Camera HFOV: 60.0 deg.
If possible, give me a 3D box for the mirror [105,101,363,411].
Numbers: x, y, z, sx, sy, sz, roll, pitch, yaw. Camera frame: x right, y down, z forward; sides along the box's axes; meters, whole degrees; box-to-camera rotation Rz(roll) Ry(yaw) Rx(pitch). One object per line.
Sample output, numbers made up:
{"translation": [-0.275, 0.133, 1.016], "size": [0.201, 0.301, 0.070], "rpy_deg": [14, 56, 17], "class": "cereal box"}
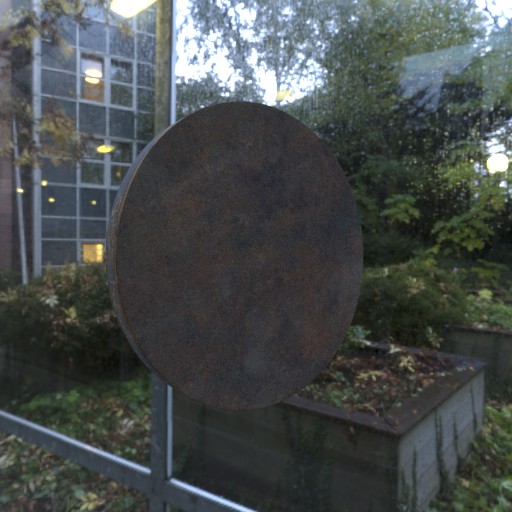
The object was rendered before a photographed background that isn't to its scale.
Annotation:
{"translation": [0.000, 0.000, 0.880], "size": [0.585, 0.585, 0.061], "rpy_deg": [0, 0, -37], "class": "mirror"}
